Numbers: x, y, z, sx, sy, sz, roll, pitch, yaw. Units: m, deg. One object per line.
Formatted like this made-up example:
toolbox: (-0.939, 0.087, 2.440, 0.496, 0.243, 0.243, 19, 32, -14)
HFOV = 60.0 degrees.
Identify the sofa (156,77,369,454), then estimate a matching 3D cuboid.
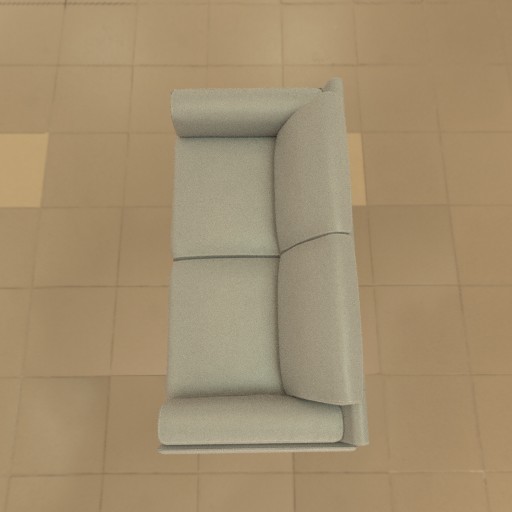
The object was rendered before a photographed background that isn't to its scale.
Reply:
sofa: (0.000, 0.000, 2.593, 1.049, 0.930, 2.101, -1, 75, 0)
